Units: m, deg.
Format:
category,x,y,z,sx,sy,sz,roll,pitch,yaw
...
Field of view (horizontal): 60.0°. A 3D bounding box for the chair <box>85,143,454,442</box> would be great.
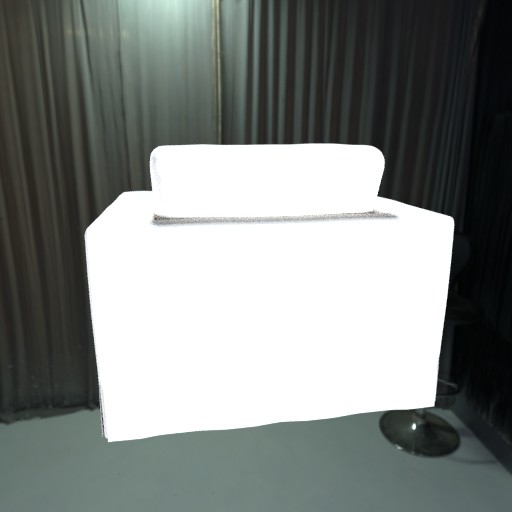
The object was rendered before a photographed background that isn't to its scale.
category,x,y,z,sx,sy,sz,roll,pitch,yaw
chair,0.000,0.000,1.782,1.150,0.878,0.957,-3,15,-10
